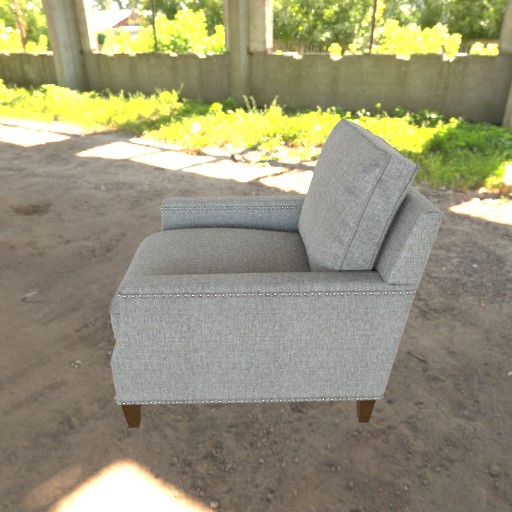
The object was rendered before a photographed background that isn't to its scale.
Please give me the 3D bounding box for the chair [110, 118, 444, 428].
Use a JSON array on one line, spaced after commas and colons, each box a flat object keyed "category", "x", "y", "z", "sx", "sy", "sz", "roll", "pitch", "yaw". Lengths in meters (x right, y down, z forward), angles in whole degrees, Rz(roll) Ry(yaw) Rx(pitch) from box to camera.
[{"category": "chair", "x": 0.000, "y": 0.000, "z": 1.721, "sx": 1.014, "sy": 0.943, "sz": 0.853, "roll": -1, "pitch": 26, "yaw": -1}]
